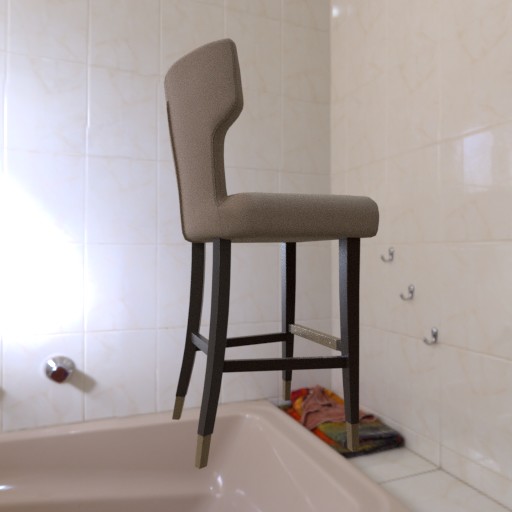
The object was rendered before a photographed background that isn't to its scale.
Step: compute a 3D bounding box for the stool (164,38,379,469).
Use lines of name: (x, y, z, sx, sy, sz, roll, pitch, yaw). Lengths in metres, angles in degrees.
stool: (0.000, 0.000, 1.390, 0.563, 1.092, 0.526, 0, 0, -20)
